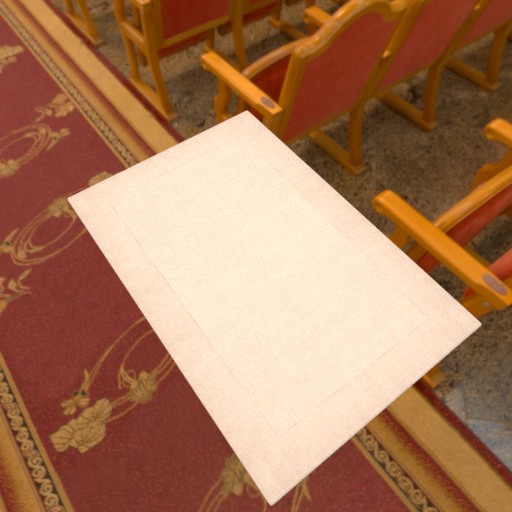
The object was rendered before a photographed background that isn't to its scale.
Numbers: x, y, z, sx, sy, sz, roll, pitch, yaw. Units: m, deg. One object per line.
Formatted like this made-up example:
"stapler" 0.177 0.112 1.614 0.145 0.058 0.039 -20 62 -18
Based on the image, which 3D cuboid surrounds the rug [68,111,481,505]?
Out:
"rug" 0.000 0.000 2.225 1.219 0.013 1.829 -32 63 -19
